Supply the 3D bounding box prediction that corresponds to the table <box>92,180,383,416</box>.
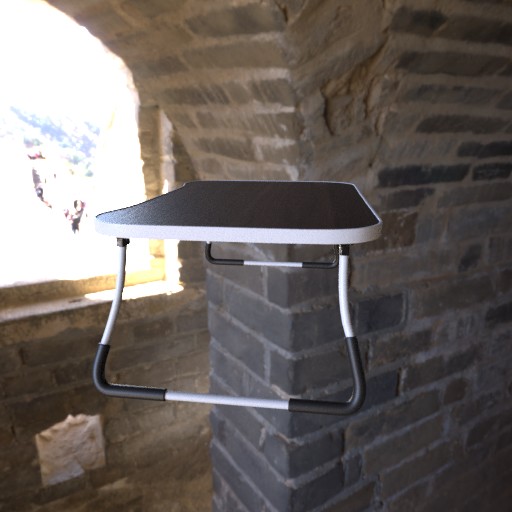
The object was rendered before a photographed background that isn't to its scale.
[{"bbox_3d":[0.000,0.000,0.859,0.400,0.232,0.660,2,15,7],"label":"table"}]
